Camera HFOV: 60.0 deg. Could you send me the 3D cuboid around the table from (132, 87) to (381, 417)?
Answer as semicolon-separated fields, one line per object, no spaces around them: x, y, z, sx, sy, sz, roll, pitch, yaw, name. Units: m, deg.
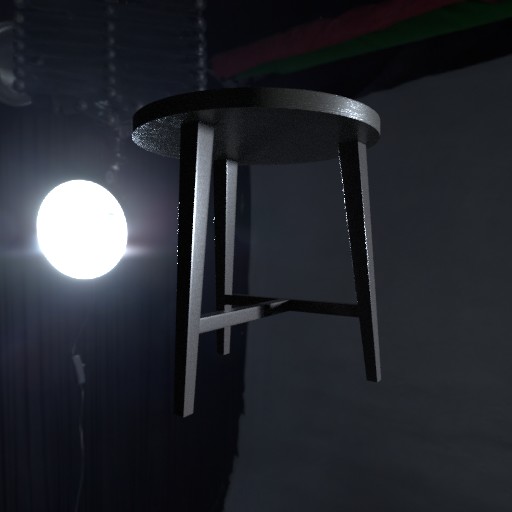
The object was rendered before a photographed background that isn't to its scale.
0.000;0.000;0.934;0.500;0.531;0.500;0;2;0;table
